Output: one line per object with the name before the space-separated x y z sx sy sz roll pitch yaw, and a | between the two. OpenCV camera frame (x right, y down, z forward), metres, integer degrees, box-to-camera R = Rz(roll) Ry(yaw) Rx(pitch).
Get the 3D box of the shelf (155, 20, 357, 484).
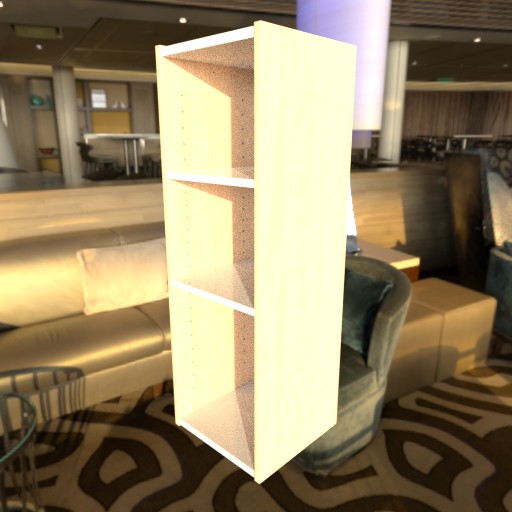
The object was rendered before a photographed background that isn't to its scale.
shelf | 0.000 0.000 1.034 0.300 0.900 0.290 14 20 42
